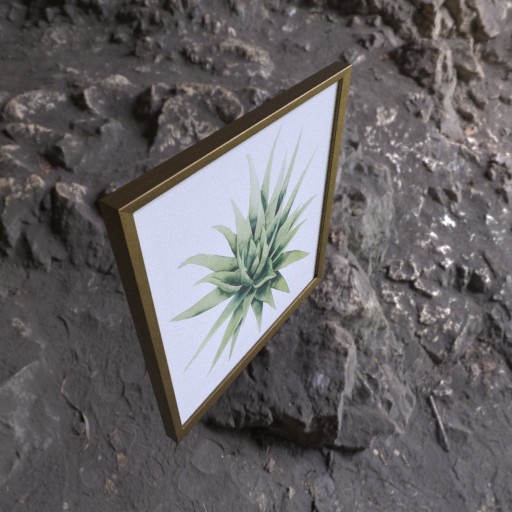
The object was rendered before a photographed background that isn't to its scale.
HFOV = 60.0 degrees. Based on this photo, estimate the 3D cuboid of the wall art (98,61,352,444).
[{"bbox_3d":[0.000,0.000,0.761,0.030,0.506,0.503,26,48,26],"label":"wall art"}]
